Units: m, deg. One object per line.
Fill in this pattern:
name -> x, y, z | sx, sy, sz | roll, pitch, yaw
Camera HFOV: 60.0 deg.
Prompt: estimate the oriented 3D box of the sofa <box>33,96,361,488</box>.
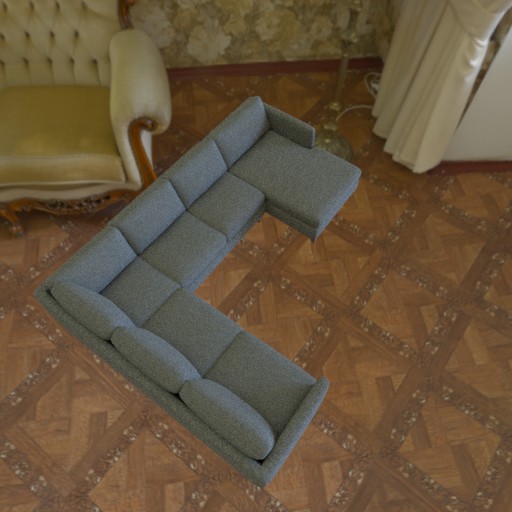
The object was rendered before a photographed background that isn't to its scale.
sofa -> 0.000, 0.000, 4.371 | 2.551, 0.853, 3.238 | 32, 64, 18
